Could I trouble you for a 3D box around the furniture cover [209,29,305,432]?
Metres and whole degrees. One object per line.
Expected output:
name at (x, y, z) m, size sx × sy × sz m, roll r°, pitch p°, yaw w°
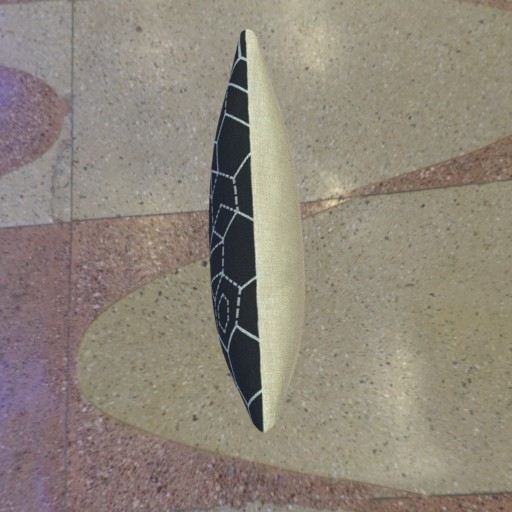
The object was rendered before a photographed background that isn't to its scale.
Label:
furniture cover at (0.000, 0.000, 0.787) m, size 0.158 × 0.508 × 0.517 m, roll -2°, pitch 77°, yaw -1°
